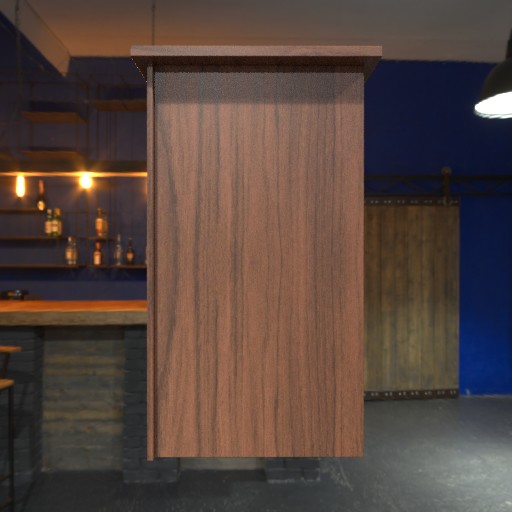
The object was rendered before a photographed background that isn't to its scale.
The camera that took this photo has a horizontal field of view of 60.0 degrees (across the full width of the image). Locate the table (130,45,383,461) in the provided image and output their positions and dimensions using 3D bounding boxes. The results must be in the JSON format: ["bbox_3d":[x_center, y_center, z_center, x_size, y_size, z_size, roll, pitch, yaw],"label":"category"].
[{"bbox_3d":[0.000,0.000,0.909,0.381,0.636,0.480,0,0,0],"label":"table"}]
